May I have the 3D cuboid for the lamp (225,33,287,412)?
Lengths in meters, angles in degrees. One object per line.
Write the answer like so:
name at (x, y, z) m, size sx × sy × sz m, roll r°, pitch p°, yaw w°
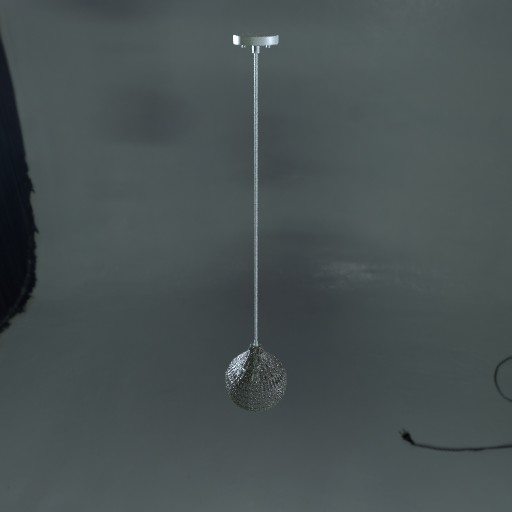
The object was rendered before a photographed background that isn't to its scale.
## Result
lamp at (0.000, 0.000, 2.144) m, size 0.355 × 1.919 × 0.355 m, roll 1°, pitch 31°, yaw 2°
